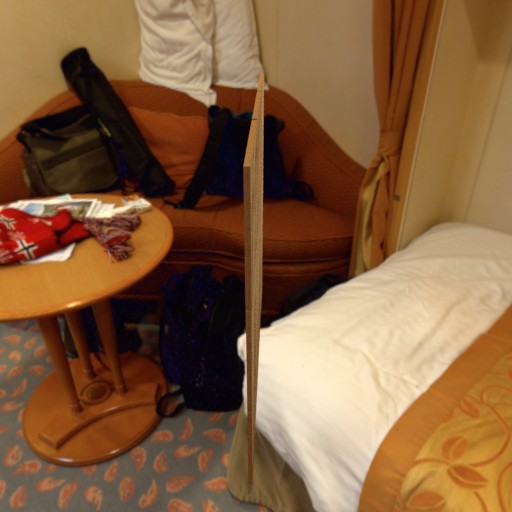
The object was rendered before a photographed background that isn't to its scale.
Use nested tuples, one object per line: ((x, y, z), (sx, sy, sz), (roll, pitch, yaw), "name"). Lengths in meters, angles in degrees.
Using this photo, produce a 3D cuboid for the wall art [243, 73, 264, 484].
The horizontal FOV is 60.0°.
((0.000, 0.000, 1.368), (0.018, 0.913, 0.915), (1, 32, 2), "wall art")
